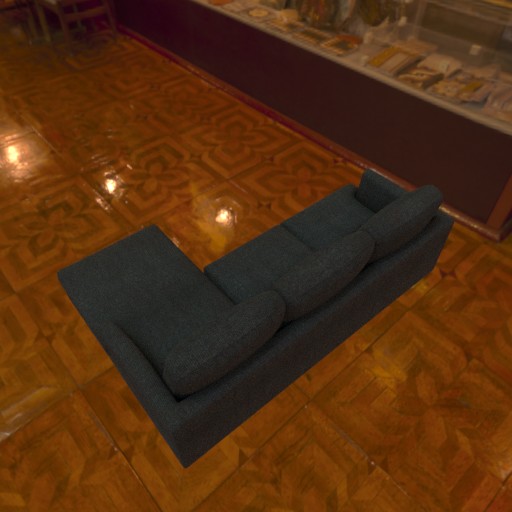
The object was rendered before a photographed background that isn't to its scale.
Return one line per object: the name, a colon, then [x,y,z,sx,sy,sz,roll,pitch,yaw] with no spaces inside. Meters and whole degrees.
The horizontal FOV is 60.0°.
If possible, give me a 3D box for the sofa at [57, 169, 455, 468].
sofa: [0.000,0.000,3.015,2.233,0.956,1.504,-31,54,-26]
